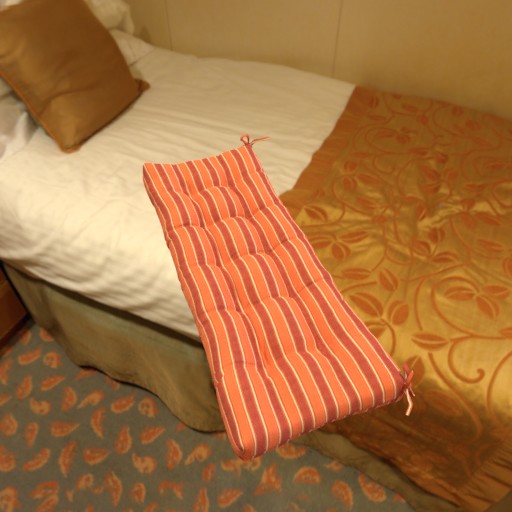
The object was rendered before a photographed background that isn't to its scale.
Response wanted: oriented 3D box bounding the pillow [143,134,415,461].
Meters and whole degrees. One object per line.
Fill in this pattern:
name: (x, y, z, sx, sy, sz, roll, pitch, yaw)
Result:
pillow: (0.000, 0.000, 1.384, 0.511, 0.174, 1.194, -15, 48, -14)
